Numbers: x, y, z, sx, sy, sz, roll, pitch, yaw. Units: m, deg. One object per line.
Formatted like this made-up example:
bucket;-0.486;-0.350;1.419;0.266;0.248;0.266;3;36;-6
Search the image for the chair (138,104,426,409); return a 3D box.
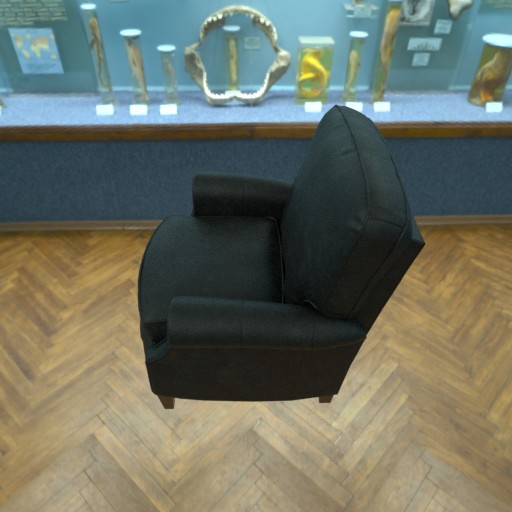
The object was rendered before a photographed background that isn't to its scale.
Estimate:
chair;0.000;0.000;1.756;0.986;1.018;0.936;0;42;0
